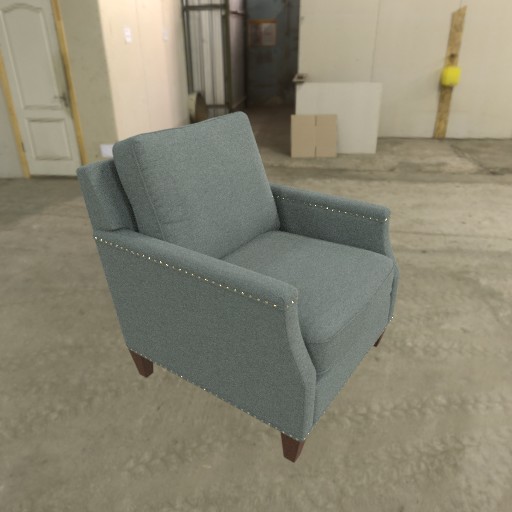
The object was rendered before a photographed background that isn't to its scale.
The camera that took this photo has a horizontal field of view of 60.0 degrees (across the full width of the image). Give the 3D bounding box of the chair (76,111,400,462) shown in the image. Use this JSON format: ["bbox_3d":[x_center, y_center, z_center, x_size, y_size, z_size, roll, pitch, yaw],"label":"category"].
[{"bbox_3d":[0.000,0.000,1.854,1.031,1.031,0.885,18,32,31],"label":"chair"}]
